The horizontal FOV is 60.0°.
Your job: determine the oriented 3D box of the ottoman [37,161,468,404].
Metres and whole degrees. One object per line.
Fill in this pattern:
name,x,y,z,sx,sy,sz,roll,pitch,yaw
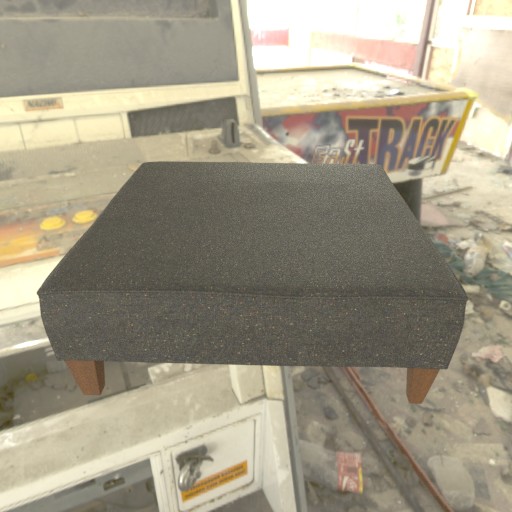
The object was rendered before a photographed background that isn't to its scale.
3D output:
ottoman,0.000,0.000,1.505,1.004,0.382,0.968,1,30,2
